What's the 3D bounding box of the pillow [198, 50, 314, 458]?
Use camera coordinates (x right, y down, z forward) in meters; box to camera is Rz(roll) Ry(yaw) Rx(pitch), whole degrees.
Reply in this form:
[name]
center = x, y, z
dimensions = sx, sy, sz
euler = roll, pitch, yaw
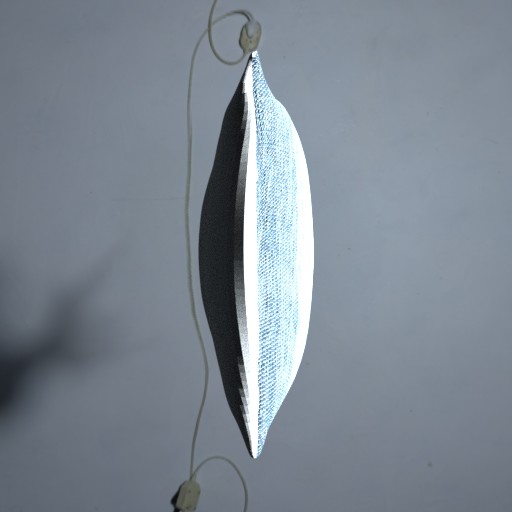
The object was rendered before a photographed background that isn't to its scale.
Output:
[pillow]
center = 0.000, 0.000, 0.677
dimensions = 0.182, 0.441, 0.440
euler = 0, 91, 0
